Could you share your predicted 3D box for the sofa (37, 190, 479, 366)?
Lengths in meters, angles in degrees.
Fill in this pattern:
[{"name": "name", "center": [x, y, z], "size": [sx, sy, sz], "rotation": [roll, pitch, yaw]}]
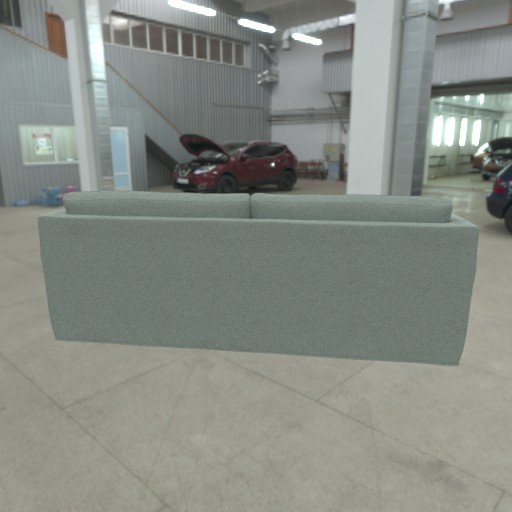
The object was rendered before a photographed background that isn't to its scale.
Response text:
[{"name": "sofa", "center": [0.000, 0.000, 2.763], "size": [2.312, 0.853, 0.962], "rotation": [2, 15, 8]}]
